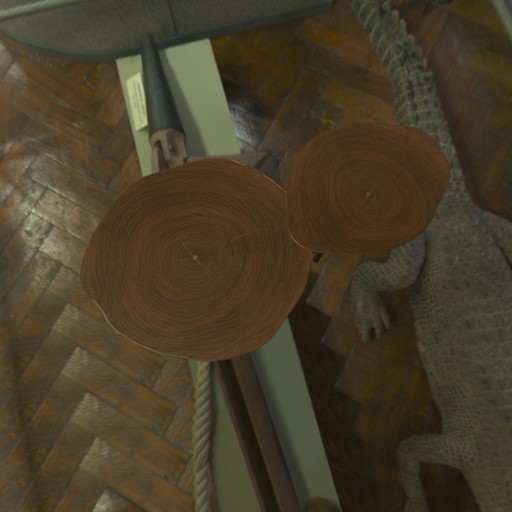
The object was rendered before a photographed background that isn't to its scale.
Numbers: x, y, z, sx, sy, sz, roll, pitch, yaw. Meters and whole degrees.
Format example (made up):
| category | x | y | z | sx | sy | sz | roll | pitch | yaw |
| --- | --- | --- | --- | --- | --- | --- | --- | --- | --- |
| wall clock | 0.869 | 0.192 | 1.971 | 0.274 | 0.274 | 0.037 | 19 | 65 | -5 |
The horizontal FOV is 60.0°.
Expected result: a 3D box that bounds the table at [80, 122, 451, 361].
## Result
| category | x | y | z | sx | sy | sz | roll | pitch | yaw |
| --- | --- | --- | --- | --- | --- | --- | --- | --- | --- |
| table | 0.000 | 0.000 | 1.065 | 0.759 | 0.538 | 0.442 | -15 | 76 | -4 |
